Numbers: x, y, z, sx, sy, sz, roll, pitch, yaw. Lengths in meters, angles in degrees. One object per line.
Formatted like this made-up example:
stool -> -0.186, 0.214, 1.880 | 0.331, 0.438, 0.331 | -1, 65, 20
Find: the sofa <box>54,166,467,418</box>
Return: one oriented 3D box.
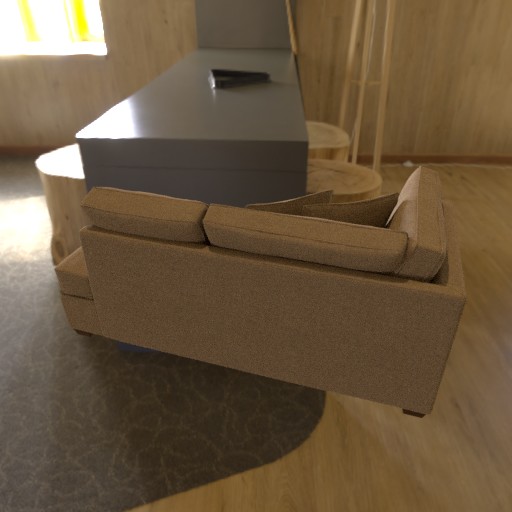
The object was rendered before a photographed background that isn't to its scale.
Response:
sofa -> 0.000, 0.000, 2.771 | 2.238, 1.019, 1.110 | 10, 33, 15
